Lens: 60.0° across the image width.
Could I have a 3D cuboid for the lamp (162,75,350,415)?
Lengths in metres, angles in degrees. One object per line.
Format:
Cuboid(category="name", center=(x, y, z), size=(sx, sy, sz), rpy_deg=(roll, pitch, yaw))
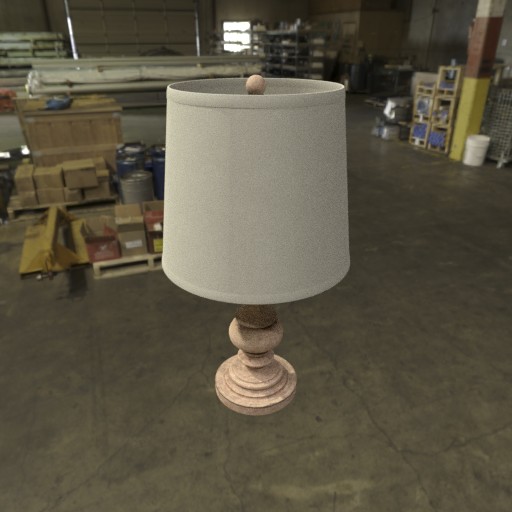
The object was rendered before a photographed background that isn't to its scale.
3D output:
Cuboid(category="lamp", center=(0.000, 0.000, 0.655), size=(0.273, 0.497, 0.273), rpy_deg=(0, 26, 0))
